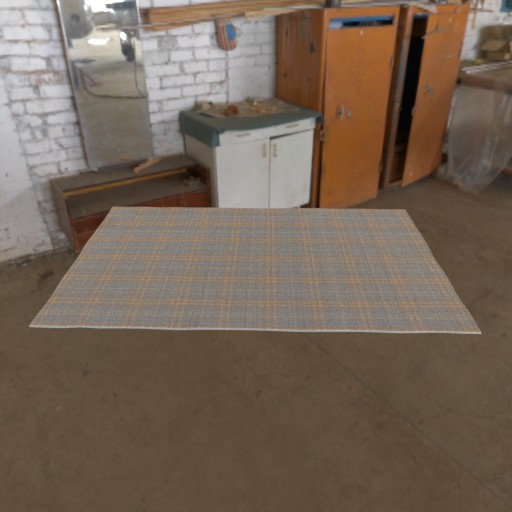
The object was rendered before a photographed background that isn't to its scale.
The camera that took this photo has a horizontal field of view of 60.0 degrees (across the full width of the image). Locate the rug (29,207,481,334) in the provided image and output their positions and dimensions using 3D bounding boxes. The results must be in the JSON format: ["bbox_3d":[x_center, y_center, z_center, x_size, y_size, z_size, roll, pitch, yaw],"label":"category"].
[{"bbox_3d":[0.000,0.000,3.055,2.460,0.016,1.545,1,31,1],"label":"rug"}]
